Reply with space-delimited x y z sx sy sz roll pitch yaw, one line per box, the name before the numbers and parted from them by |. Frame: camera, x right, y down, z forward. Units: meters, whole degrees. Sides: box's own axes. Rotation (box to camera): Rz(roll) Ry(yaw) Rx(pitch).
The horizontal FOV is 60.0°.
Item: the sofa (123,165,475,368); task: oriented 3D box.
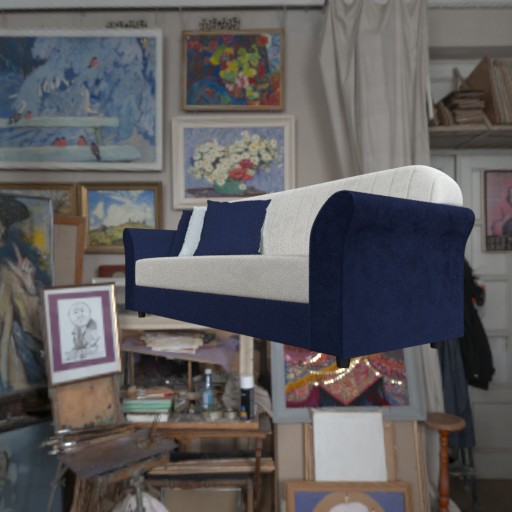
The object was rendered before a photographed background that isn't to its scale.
sofa | 0.000 0.000 2.395 0.749 0.789 2.006 1 -1 -37
